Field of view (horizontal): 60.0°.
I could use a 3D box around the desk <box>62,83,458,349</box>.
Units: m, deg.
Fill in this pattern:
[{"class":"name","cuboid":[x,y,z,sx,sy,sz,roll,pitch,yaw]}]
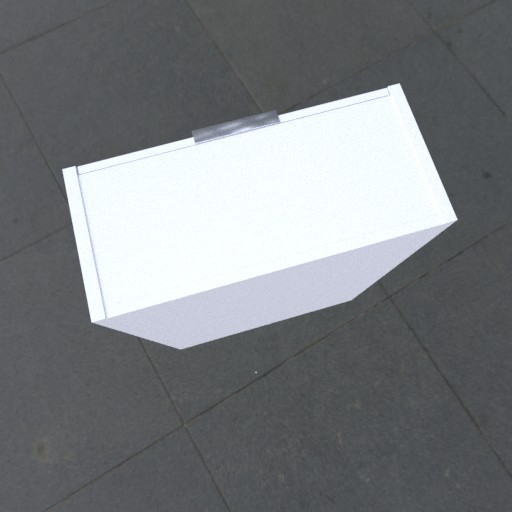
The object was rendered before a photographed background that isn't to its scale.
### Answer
[{"class":"desk","cuboid":[0.000,0.000,1.610,0.850,1.190,0.390,-15,76,-4]}]
